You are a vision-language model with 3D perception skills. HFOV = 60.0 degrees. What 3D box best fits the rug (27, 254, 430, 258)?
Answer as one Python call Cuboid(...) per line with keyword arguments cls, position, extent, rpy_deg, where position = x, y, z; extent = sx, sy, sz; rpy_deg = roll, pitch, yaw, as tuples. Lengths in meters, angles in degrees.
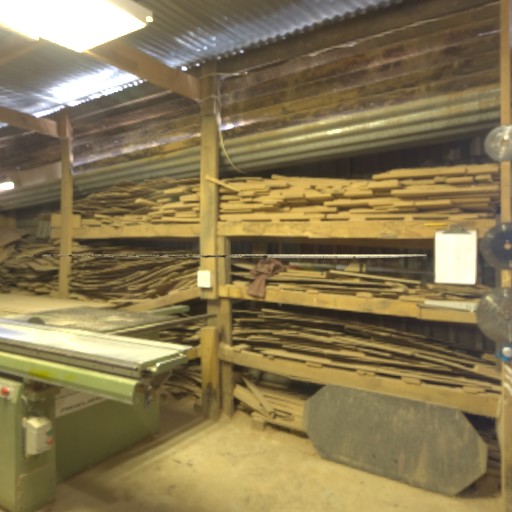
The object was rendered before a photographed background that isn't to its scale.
Cuboid(cls="rug", position=(0.000, 0.000, 4.225), extent=(2.342, 0.026, 3.221), rpy_deg=(0, 0, 37))
